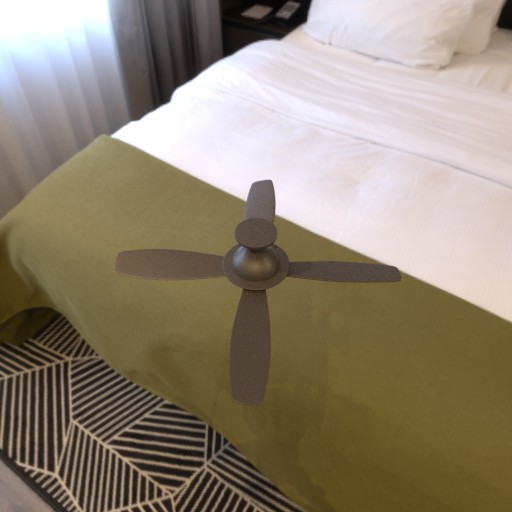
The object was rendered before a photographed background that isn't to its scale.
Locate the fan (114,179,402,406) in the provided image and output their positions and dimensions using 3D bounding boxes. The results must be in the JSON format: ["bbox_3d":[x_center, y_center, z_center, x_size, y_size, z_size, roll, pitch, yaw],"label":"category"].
[{"bbox_3d":[0.000,0.000,2.555,1.694,0.382,1.694,2,47,2],"label":"fan"}]
